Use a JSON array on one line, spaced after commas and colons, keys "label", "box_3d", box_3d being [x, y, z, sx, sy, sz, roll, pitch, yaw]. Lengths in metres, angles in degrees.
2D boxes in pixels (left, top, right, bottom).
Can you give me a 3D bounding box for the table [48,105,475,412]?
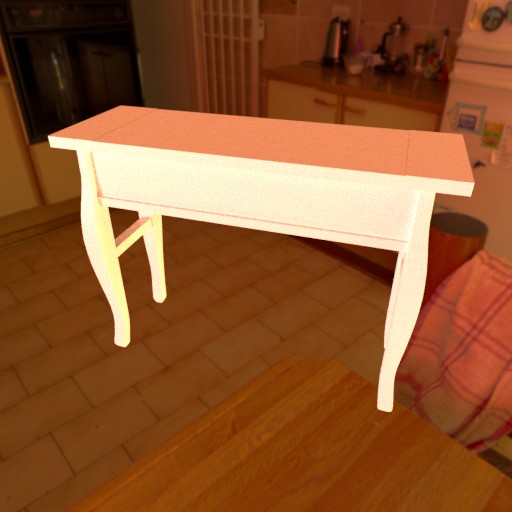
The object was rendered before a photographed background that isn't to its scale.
[{"label": "table", "box_3d": [0.000, 0.000, 1.399, 1.062, 0.768, 0.373, 10, 33, 15]}]
